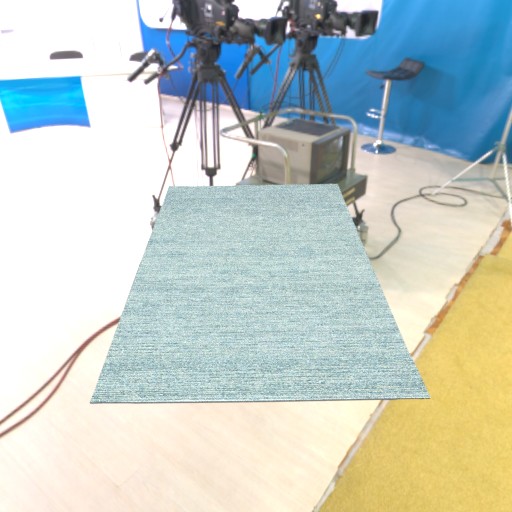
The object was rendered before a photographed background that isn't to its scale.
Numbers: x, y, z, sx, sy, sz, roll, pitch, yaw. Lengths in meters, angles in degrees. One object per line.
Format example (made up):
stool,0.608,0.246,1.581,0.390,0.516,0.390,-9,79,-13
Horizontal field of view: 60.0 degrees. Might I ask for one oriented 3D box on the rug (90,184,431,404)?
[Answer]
rug,0.000,0.000,2.295,1.174,0.022,1.853,-1,32,-1
